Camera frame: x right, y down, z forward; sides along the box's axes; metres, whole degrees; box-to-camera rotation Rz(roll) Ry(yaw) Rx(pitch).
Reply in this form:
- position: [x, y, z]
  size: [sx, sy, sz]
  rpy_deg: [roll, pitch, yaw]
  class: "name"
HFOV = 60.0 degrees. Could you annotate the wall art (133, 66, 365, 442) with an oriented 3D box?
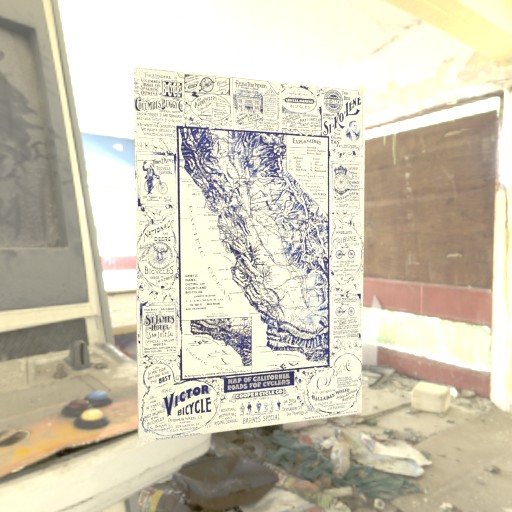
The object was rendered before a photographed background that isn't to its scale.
- position: [0.000, 0.000, 0.977]
  size: [0.511, 0.753, 0.039]
  rpy_deg: [-1, 3, -17]
  class: "wall art"
